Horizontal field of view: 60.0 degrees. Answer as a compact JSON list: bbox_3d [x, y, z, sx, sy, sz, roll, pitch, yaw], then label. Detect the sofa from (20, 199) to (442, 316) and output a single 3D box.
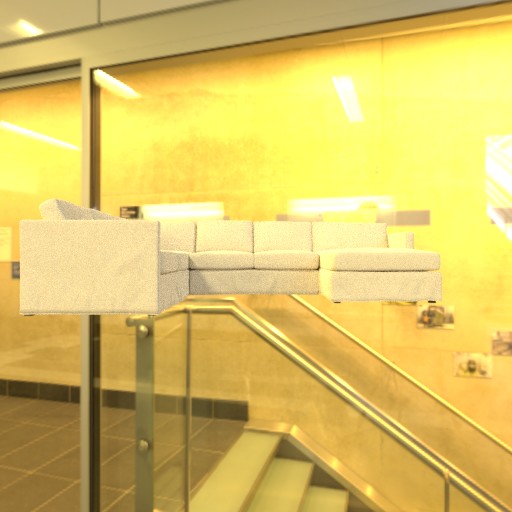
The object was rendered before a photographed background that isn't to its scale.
[{"bbox_3d":[0.000,0.000,4.418,3.460,0.882,2.427,0,0,-1],"label":"sofa"}]
